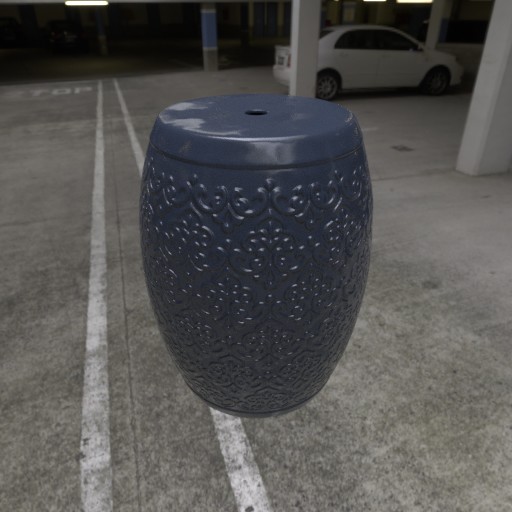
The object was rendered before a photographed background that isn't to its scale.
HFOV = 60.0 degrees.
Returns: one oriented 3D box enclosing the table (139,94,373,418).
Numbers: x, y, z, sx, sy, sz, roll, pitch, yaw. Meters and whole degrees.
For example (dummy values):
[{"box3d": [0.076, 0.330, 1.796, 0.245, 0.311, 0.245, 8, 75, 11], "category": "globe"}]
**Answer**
[{"box3d": [0.000, 0.000, 0.622, 0.309, 0.397, 0.309, 0, 30, 0], "category": "table"}]
